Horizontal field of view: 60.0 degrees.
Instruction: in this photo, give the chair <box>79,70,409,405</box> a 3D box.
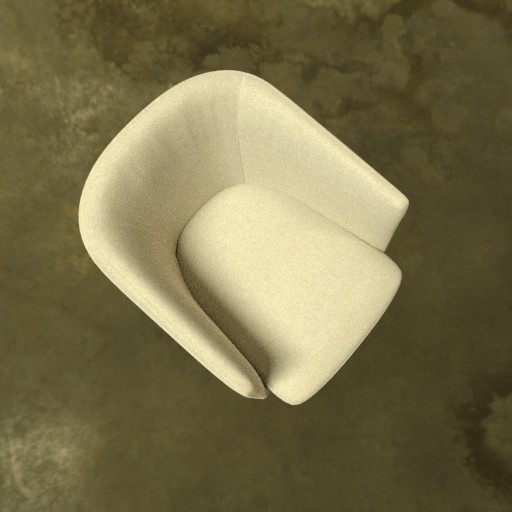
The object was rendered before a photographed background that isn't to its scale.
[{"bbox_3d":[0.000,0.000,1.664,0.986,0.861,0.822,40,79,10],"label":"chair"}]
